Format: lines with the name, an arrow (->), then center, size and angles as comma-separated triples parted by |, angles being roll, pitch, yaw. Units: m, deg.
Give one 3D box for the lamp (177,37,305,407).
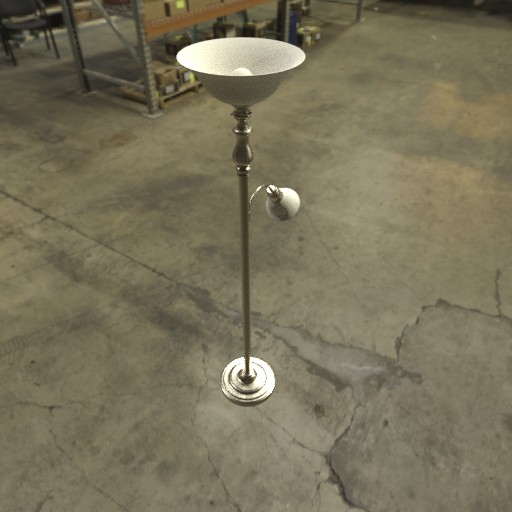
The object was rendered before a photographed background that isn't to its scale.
lamp -> 0.000, 0.000, 2.031 | 0.405, 1.785, 0.575 | 23, 45, 25
